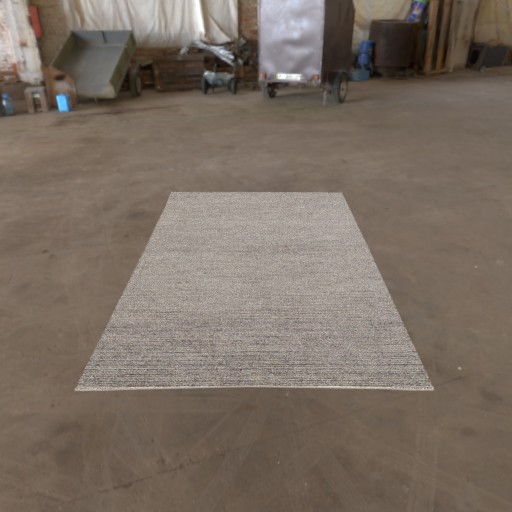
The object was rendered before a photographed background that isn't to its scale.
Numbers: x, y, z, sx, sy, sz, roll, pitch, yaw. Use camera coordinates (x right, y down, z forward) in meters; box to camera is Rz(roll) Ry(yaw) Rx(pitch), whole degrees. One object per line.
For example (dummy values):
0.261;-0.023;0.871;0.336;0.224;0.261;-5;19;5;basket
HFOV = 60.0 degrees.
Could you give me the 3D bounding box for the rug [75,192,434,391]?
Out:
0.000;0.000;2.214;1.162;0.022;1.804;0;29;0;rug
